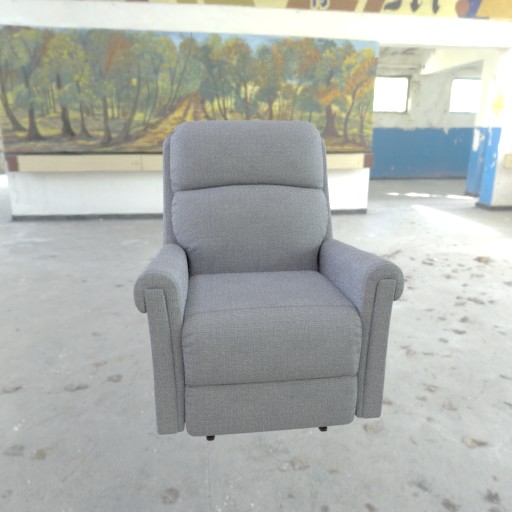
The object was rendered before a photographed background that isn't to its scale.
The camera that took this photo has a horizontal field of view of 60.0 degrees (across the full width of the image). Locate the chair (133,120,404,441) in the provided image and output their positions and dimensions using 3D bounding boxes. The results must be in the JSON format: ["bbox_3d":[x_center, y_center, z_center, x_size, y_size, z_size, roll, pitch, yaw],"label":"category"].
[{"bbox_3d":[0.000,0.000,1.783,0.838,1.054,1.014,-2,16,-7],"label":"chair"}]
